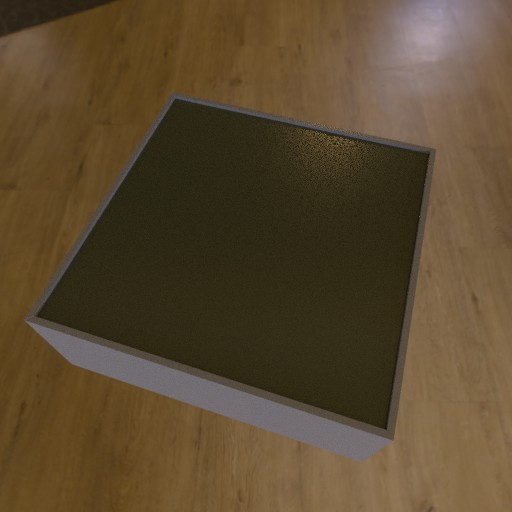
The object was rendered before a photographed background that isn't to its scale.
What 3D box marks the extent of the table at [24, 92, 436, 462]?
[{"bbox_3d":[0.000,0.000,1.227,0.801,0.299,0.801,15,59,9],"label":"table"}]
